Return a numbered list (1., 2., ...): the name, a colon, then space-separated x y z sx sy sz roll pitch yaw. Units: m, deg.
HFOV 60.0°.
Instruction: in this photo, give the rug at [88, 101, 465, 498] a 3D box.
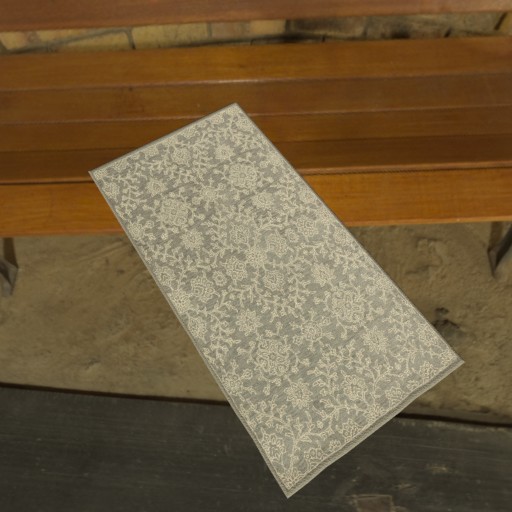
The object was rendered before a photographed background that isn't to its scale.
1. rug: 0.000 0.000 3.537 1.546 0.011 3.048 -30 67 -15
